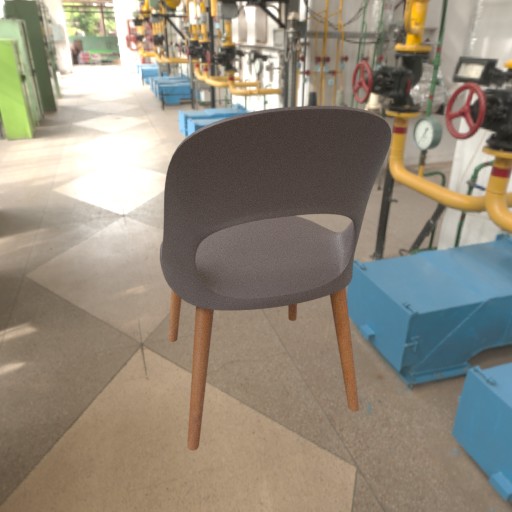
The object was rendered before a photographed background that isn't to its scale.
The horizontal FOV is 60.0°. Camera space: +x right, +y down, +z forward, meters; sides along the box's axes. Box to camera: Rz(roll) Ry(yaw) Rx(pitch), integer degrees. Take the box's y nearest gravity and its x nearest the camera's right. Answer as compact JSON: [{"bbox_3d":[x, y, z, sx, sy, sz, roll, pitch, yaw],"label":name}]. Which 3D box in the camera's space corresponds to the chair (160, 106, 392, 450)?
[{"bbox_3d":[0.000,0.000,1.124,0.470,0.794,0.556,-8,27,-15],"label":"chair"}]
